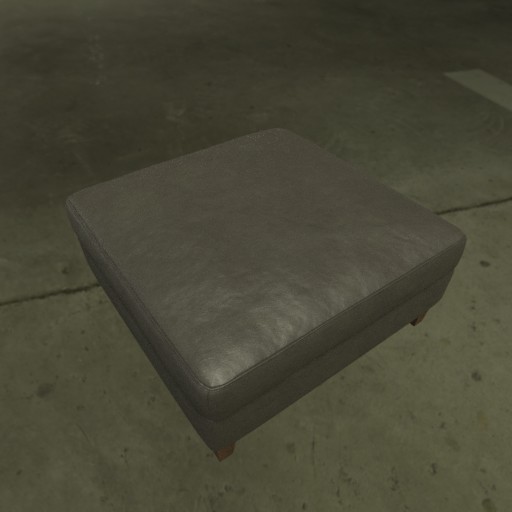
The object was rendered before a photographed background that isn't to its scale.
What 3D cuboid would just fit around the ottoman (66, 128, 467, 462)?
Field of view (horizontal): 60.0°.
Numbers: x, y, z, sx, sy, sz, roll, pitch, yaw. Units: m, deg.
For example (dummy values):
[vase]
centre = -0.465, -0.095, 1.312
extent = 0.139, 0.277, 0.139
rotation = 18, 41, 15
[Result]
[ottoman]
centre = 0.000, 0.000, 1.332
extent = 0.844, 0.415, 0.836
rotation = -26, 47, -26
